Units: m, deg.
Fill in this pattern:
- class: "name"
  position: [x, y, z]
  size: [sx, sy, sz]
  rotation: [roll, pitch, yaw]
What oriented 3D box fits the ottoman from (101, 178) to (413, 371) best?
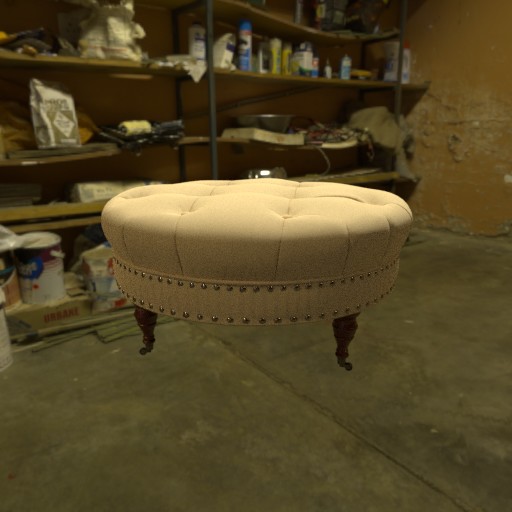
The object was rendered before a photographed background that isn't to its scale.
- class: "ottoman"
  position: [0.000, 0.000, 1.387]
  size: [0.901, 0.439, 0.901]
  rotation: [0, 16, 0]
